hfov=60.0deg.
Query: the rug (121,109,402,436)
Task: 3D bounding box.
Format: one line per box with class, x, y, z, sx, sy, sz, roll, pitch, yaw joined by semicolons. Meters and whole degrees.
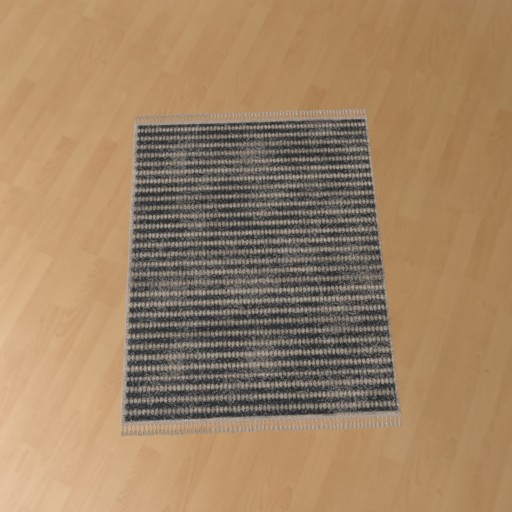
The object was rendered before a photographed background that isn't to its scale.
rug;0.000;0.000;3.920;2.256;0.013;2.910;-2;74;-1
